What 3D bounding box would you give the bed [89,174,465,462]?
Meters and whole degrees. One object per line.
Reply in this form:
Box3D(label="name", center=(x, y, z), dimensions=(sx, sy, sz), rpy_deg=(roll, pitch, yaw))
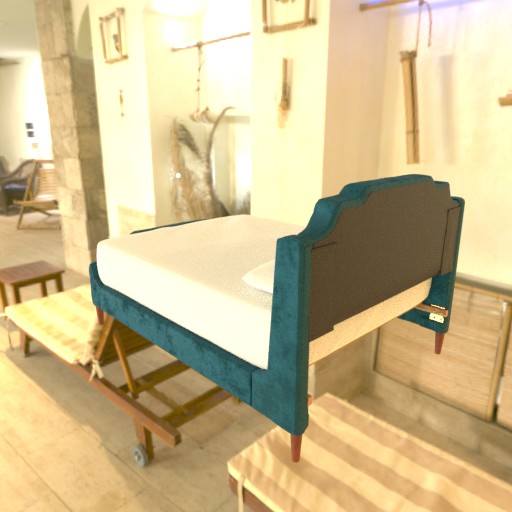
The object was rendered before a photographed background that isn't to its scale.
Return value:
Box3D(label="bed", center=(0.000, 0.000, 3.335), dimensions=(1.678, 1.338, 2.322), rpy_deg=(-15, 22, -41))
